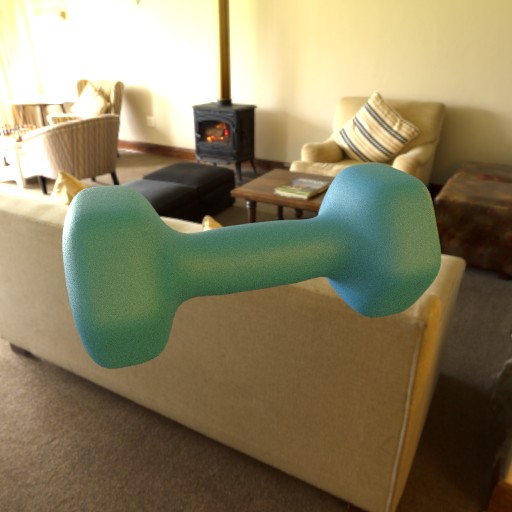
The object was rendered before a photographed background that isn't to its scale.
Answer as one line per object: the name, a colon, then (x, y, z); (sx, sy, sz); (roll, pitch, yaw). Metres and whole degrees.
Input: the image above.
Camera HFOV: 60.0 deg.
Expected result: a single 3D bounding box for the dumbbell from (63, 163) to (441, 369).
dumbbell: (0.000, 0.000, 0.192); (0.152, 0.066, 0.074); (-8, 27, -15)
